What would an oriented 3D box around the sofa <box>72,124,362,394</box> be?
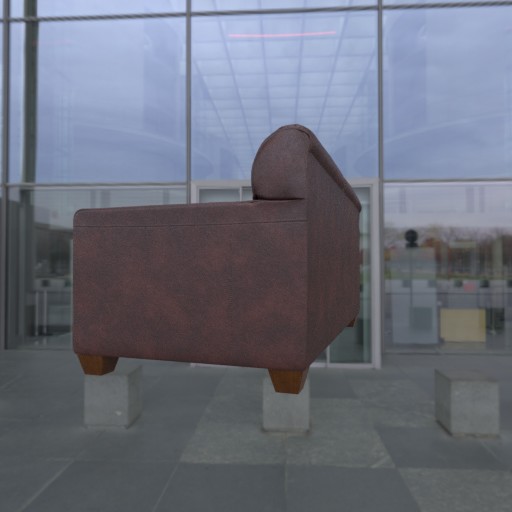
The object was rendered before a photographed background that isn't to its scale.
[{"bbox_3d":[0.000,0.000,2.468,1.000,0.966,1.856,0,-1,18],"label":"sofa"}]
